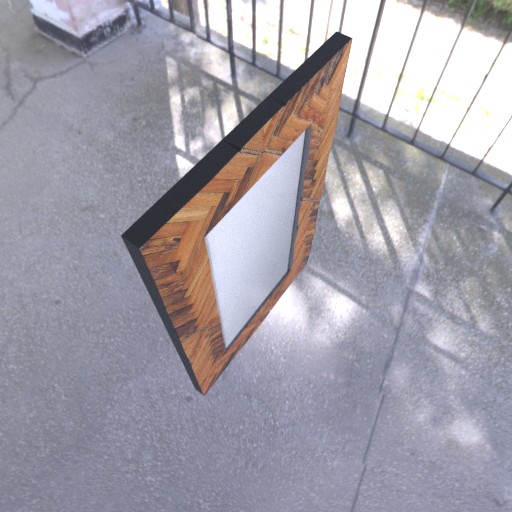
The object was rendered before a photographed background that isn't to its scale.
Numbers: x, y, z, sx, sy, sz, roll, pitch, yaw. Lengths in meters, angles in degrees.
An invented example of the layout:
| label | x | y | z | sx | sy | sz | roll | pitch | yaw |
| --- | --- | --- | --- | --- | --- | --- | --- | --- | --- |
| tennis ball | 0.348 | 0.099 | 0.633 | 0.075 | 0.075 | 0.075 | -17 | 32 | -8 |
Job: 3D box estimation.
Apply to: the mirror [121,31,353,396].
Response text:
| label | x | y | z | sx | sy | sz | roll | pitch | yaw |
| --- | --- | --- | --- | --- | --- | --- | --- | --- | --- |
| mirror | 0.000 | 0.000 | 1.155 | 0.044 | 0.912 | 0.606 | 32 | 65 | 17 |
